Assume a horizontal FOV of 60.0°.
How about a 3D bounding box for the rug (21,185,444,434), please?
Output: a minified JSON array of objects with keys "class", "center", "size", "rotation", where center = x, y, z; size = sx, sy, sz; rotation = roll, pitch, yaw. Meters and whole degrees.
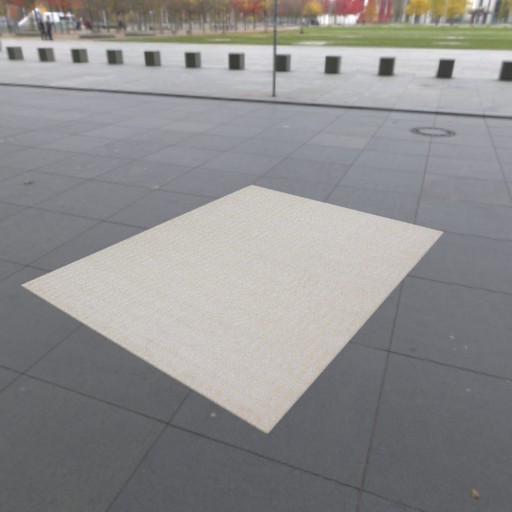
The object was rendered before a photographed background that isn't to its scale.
[{"class":"rug","center":[0.000,0.000,3.980],"size":[2.410,0.021,3.055],"rotation":[19,34,32]}]
